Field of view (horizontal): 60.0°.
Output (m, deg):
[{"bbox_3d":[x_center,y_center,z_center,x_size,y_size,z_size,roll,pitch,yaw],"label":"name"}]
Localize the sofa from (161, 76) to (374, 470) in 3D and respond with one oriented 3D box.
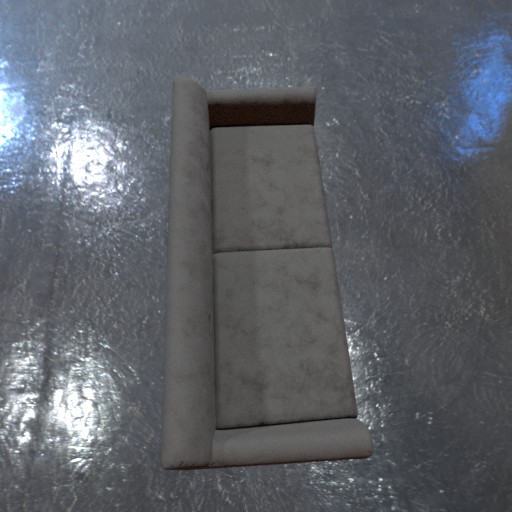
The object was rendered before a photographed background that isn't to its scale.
[{"bbox_3d":[0.000,0.000,2.561,0.900,0.740,2.190,-3,64,-2],"label":"sofa"}]
